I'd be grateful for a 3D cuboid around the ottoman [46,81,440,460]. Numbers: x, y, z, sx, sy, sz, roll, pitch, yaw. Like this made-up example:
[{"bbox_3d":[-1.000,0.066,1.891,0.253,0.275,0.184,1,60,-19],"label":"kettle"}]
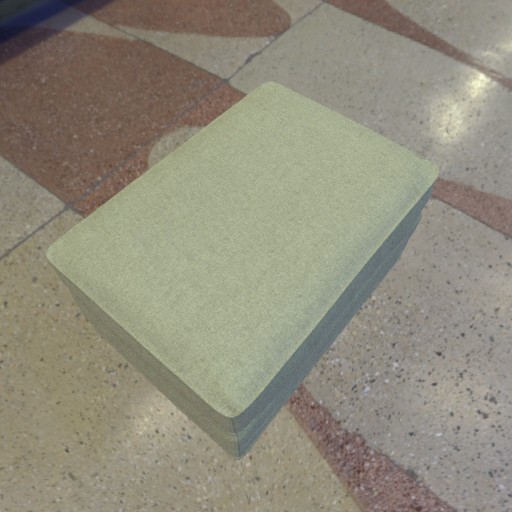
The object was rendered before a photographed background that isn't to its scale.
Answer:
[{"bbox_3d":[0.000,0.000,1.241,0.611,0.508,0.848,35,64,20],"label":"ottoman"}]
